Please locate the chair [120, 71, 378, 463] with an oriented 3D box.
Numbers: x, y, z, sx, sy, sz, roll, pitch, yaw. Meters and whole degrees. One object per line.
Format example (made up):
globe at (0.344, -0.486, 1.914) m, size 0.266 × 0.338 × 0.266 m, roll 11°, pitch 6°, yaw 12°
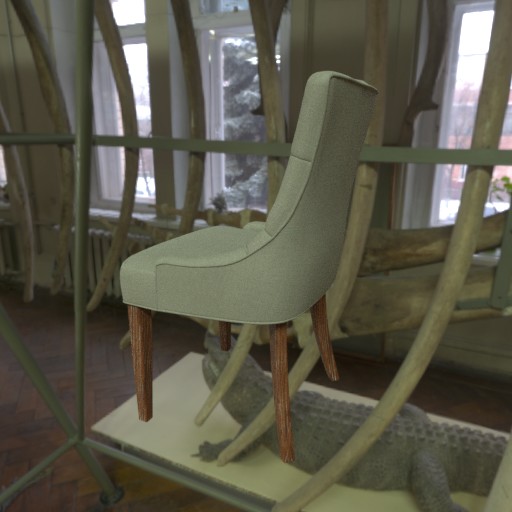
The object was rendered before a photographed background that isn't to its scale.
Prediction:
chair at (0.000, 0.000, 1.204) m, size 0.565 × 0.874 × 0.509 m, roll 7°, pitch 17°, yaw 25°
